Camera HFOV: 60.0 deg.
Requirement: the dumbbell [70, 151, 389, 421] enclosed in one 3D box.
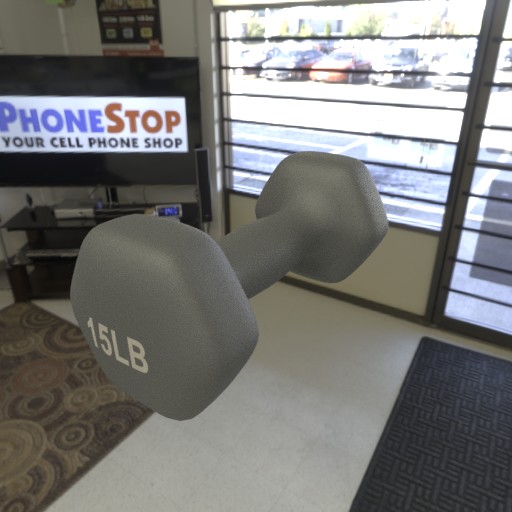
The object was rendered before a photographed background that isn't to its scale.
[{"bbox_3d":[0.000,0.000,0.307,0.116,0.105,0.240,18,31,32],"label":"dumbbell"}]
